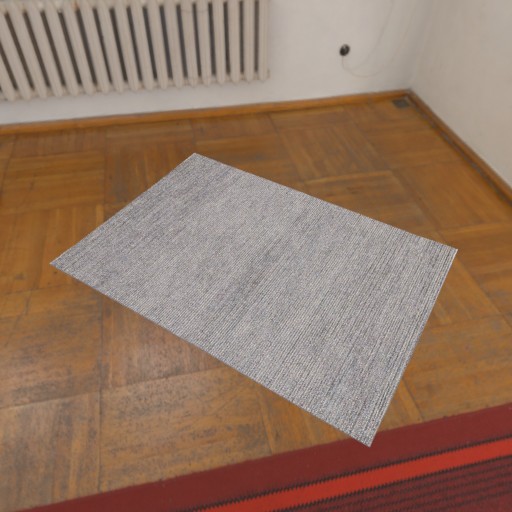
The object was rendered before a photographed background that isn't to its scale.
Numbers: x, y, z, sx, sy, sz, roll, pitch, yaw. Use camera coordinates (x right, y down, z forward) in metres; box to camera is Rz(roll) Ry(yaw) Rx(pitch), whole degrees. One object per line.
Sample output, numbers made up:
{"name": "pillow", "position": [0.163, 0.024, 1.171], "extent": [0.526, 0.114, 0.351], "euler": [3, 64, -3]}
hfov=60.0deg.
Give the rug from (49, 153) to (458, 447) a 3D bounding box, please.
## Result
{"name": "rug", "position": [0.000, 0.000, 3.025], "extent": [2.307, 0.030, 1.604], "euler": [24, 50, 22]}
